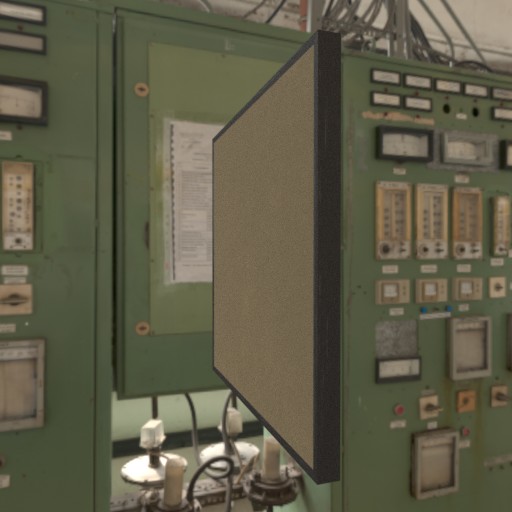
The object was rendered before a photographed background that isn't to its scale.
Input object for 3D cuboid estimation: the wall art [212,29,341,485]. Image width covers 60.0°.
[{"bbox_3d":[0.000,0.000,1.105,0.043,0.758,0.762,0,1,-19],"label":"wall art"}]
